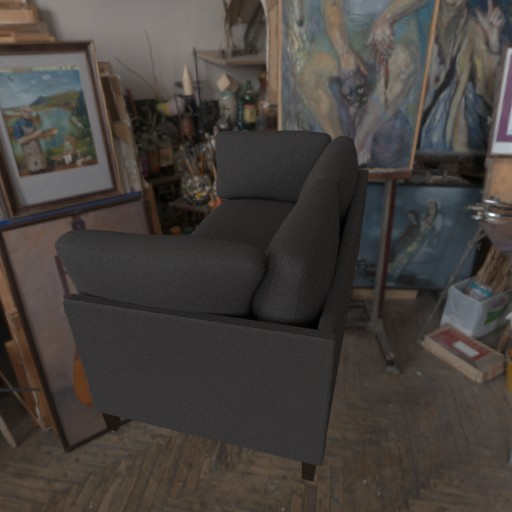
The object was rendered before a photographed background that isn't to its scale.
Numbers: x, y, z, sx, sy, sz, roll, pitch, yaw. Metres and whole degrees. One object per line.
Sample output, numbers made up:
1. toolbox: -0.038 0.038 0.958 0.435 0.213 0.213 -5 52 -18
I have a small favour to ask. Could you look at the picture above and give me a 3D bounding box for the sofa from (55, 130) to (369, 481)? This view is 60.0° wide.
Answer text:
1. sofa: 0.000 0.000 2.241 0.969 0.920 1.751 8 30 14
